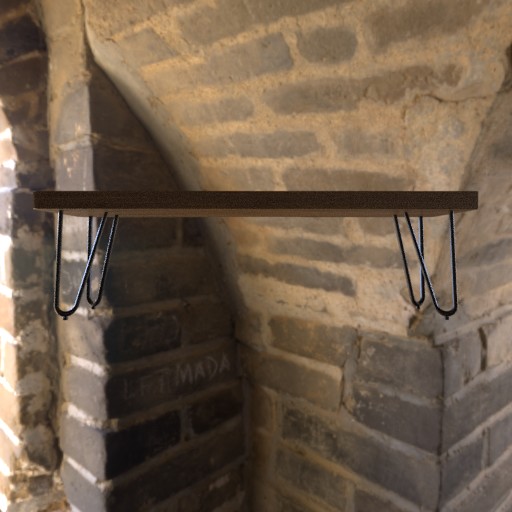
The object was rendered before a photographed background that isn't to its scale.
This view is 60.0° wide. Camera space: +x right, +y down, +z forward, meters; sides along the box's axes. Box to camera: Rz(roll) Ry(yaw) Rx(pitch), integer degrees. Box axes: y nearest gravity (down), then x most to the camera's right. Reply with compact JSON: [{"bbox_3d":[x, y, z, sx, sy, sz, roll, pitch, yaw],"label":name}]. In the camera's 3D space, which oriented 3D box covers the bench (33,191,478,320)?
[{"bbox_3d":[0.000,0.000,1.758,1.570,0.462,0.425,0,1,0],"label":"bench"}]
